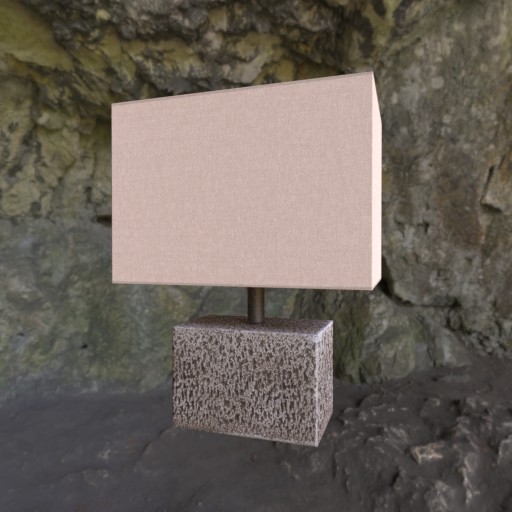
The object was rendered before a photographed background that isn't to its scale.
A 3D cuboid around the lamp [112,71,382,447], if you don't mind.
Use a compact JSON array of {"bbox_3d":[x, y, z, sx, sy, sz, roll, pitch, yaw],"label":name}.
[{"bbox_3d":[0.000,0.000,0.555,0.294,0.411,0.180,0,1,18],"label":"lamp"}]
